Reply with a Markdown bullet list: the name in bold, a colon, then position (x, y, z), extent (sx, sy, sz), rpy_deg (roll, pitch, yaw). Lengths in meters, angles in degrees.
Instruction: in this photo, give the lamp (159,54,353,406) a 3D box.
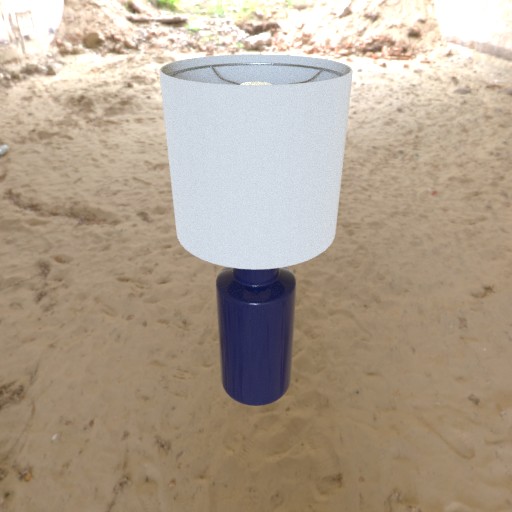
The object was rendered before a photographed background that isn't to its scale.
- **lamp**: position (0.000, 0.000, 0.621), extent (0.212, 0.493, 0.212), rpy_deg (-20, 37, -29)
